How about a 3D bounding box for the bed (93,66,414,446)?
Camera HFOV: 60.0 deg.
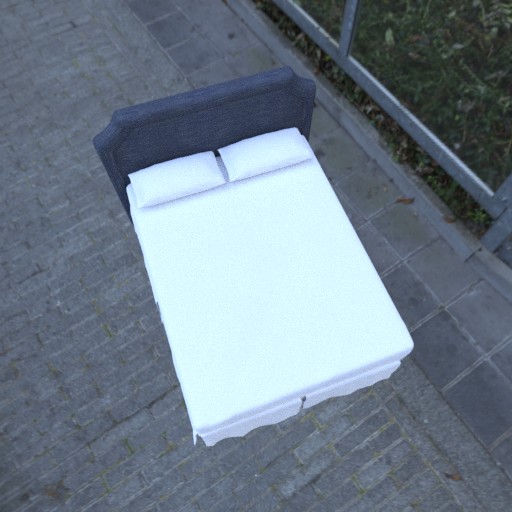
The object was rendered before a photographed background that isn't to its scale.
[{"bbox_3d":[0.000,0.000,3.183,1.693,1.290,2.116,-18,65,-9],"label":"bed"}]
